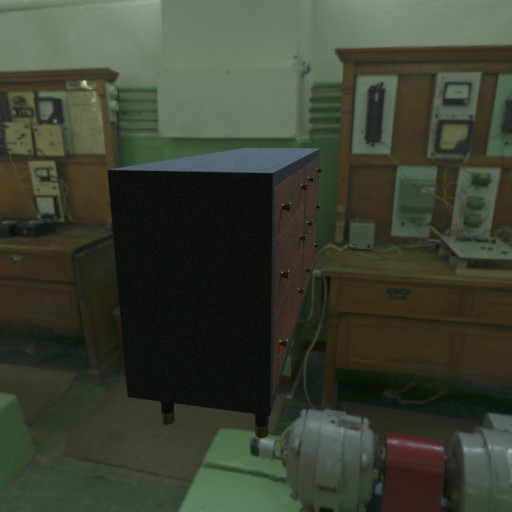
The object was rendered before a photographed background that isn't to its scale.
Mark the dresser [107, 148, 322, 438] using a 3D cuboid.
[{"bbox_3d":[0.000,0.000,1.964,0.463,0.872,1.558,3,16,12],"label":"dresser"}]
